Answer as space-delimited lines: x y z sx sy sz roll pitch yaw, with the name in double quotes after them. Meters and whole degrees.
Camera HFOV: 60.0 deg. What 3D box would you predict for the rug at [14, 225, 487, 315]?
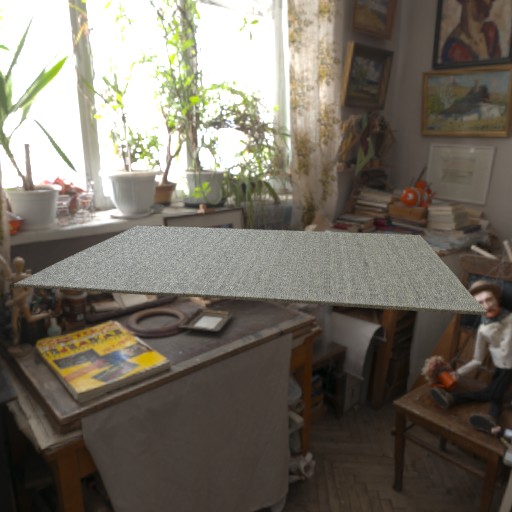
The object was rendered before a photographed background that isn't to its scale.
0.000 0.000 2.836 2.297 0.018 1.532 2 16 9 "rug"
